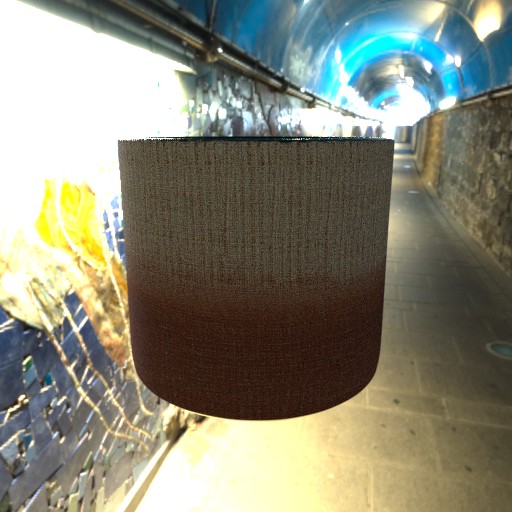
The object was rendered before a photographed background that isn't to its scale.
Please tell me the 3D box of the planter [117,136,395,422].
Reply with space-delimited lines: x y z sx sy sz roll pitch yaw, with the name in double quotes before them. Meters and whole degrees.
"planter" 0.000 0.000 0.387 0.221 0.201 0.221 0 16 0
